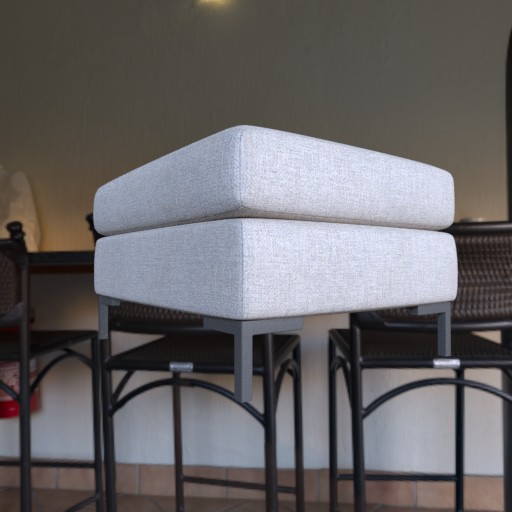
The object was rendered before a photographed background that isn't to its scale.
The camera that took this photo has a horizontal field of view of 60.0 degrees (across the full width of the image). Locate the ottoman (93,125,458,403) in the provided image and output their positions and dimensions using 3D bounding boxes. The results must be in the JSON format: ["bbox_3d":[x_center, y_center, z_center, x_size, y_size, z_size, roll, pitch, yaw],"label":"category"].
[{"bbox_3d":[0.000,0.000,1.210,0.671,0.490,0.820,1,-1,-36],"label":"ottoman"}]
